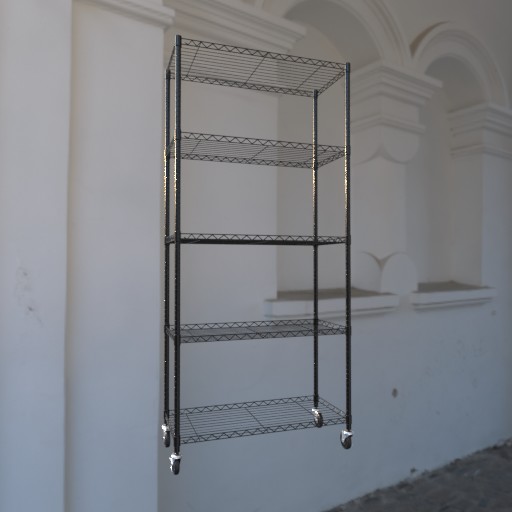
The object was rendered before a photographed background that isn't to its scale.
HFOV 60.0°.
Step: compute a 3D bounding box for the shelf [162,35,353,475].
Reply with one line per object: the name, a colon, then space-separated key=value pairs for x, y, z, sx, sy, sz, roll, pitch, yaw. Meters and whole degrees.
shelf: x=0.000 y=0.000 z=1.916 sx=0.762 sy=1.645 sz=0.356 roll=0 pitch=-1 yaw=-18
